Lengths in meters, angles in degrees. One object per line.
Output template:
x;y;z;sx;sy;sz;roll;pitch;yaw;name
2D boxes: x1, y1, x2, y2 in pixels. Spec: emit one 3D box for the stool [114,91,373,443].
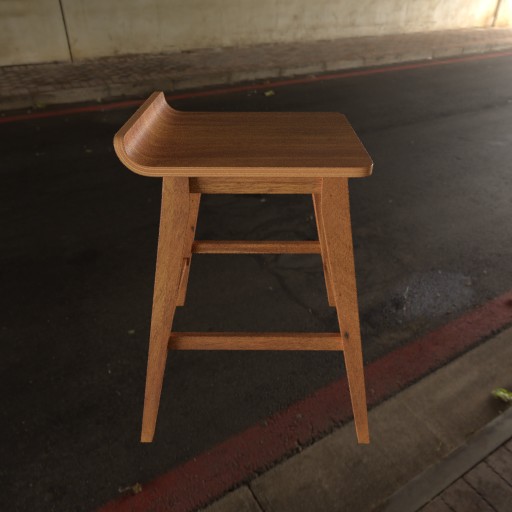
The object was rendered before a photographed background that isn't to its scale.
0.000;0.000;1.008;0.500;0.650;0.500;0;32;0;stool
